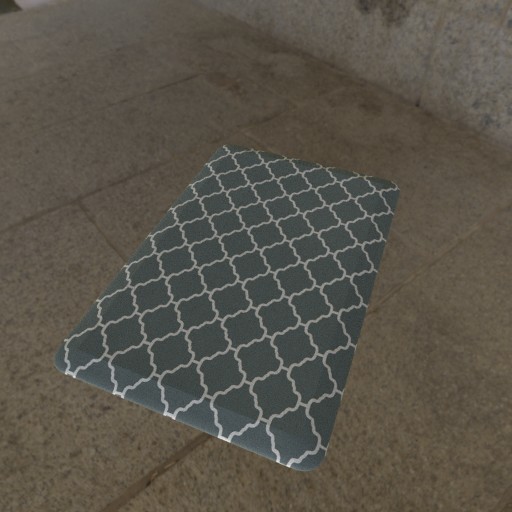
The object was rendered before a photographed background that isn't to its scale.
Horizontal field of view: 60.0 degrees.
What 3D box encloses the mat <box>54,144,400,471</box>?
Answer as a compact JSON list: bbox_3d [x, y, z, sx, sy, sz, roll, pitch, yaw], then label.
[{"bbox_3d":[0.000,0.000,0.962,0.508,0.021,0.762,16,50,15],"label":"mat"}]
